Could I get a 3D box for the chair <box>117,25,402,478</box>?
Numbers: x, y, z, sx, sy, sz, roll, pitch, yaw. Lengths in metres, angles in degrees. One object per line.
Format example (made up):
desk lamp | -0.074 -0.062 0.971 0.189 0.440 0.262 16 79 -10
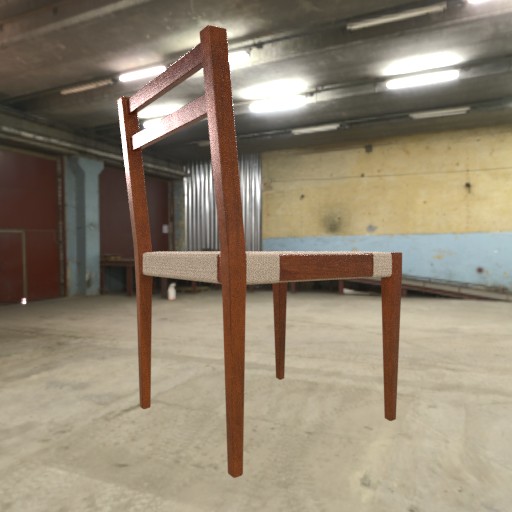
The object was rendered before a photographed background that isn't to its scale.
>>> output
chair | 0.000 0.000 1.168 0.569 0.851 0.495 0 1 -36
